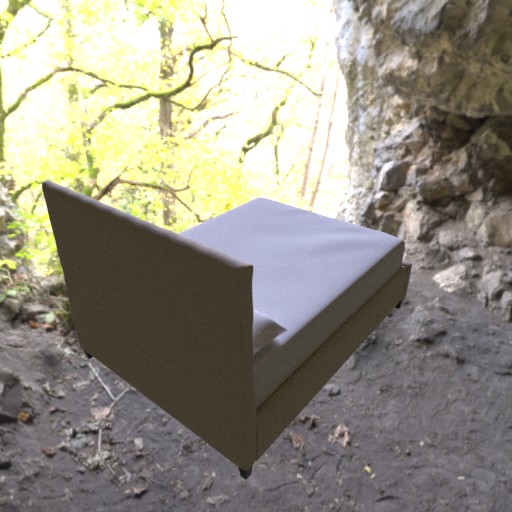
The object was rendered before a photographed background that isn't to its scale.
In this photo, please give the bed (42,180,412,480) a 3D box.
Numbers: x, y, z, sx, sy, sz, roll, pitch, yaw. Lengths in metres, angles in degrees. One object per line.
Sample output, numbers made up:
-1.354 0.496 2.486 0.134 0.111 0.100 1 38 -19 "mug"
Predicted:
0.000 0.000 3.381 1.696 1.426 2.233 22 36 33 "bed"
